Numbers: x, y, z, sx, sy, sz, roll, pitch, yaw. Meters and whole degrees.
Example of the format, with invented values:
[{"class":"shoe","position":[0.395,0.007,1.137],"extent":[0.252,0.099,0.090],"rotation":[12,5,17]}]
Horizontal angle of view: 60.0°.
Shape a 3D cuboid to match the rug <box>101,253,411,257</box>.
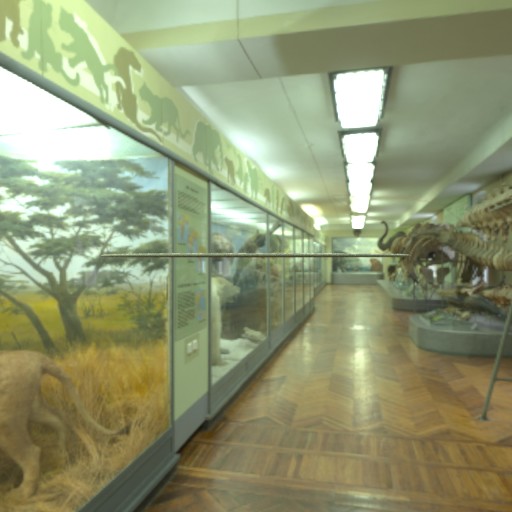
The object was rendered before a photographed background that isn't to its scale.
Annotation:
[{"class":"rug","position":[0.000,0.000,2.412],"extent":[1.593,0.012,1.593],"rotation":[0,0,0]}]
